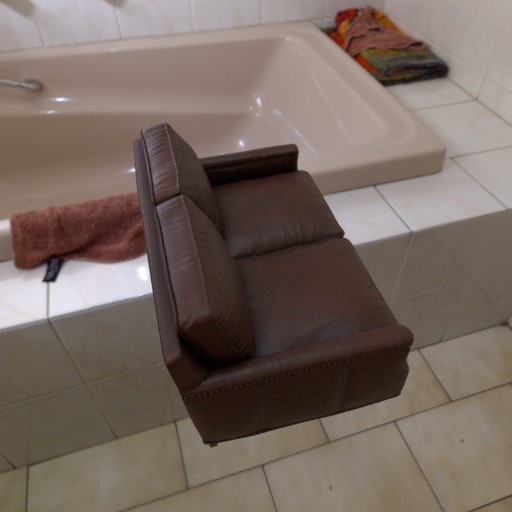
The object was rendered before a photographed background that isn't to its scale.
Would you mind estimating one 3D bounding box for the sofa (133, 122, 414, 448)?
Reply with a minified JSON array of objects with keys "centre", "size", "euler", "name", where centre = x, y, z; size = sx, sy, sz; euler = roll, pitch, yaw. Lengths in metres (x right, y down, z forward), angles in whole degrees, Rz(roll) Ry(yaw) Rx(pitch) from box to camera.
[{"centre":[0.000,0.000,2.379],"size":[1.083,1.003,1.628],"euler":[-11,47,-10],"name":"sofa"}]
